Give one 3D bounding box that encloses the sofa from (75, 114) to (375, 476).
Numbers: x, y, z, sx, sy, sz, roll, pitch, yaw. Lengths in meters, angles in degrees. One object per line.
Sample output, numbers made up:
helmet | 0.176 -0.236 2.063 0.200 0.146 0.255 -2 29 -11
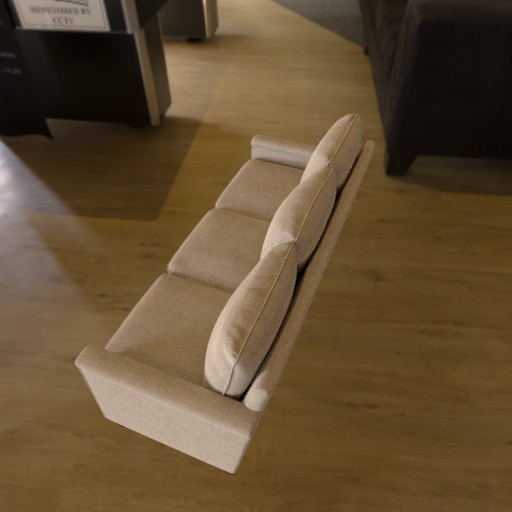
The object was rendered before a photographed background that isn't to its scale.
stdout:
sofa | 0.000 0.000 2.381 0.828 0.959 1.925 16 47 16
